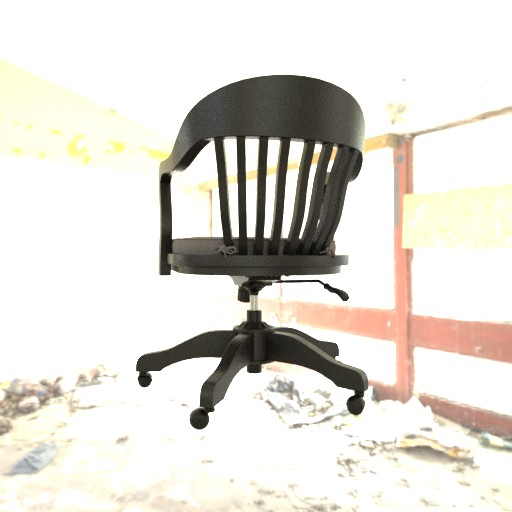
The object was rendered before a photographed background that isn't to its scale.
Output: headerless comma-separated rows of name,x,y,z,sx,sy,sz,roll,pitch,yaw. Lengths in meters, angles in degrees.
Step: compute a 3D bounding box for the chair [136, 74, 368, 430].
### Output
chair,0.000,0.000,1.454,0.750,0.878,0.788,0,0,-18
